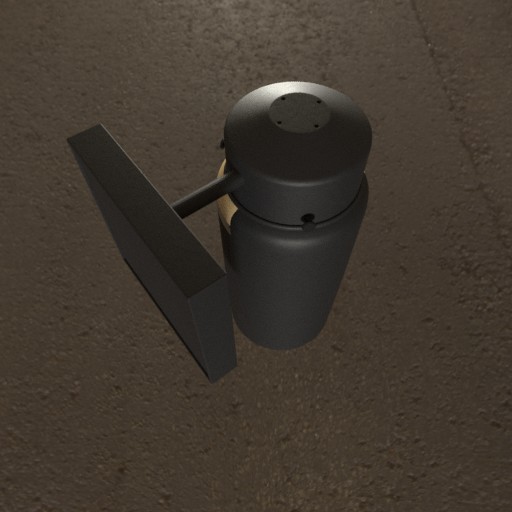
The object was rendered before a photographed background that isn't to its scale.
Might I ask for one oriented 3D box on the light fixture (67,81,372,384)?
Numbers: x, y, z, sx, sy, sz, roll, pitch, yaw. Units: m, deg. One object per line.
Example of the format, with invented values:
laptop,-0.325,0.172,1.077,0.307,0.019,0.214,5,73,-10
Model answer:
light fixture,0.000,0.000,0.362,0.176,0.257,0.130,-33,63,-19
